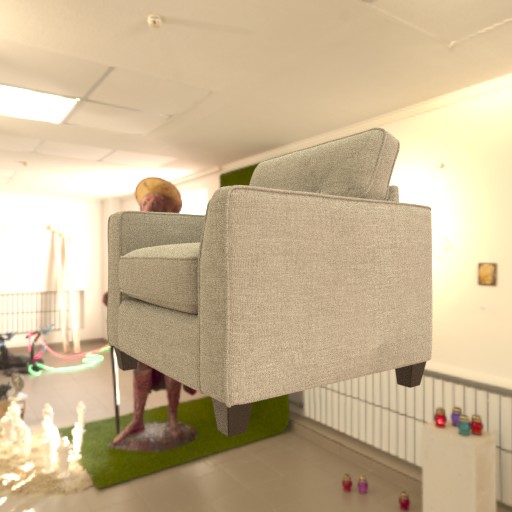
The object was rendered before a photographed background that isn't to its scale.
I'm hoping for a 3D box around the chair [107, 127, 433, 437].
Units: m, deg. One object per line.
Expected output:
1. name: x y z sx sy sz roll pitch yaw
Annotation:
1. chair: 0.000 0.000 1.778 0.939 0.965 1.015 0 0 -36
